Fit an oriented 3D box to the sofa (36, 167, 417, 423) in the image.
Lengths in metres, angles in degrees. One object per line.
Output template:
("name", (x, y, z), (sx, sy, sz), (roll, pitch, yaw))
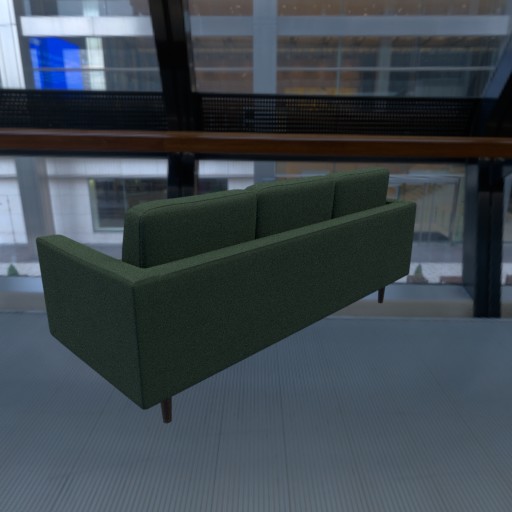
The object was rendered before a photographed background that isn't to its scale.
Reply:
("sofa", (0.000, 0.000, 2.480), (0.879, 0.899, 2.029), (16, 24, 42))
